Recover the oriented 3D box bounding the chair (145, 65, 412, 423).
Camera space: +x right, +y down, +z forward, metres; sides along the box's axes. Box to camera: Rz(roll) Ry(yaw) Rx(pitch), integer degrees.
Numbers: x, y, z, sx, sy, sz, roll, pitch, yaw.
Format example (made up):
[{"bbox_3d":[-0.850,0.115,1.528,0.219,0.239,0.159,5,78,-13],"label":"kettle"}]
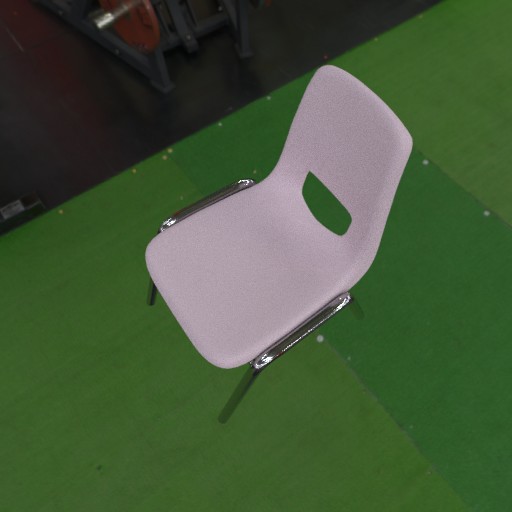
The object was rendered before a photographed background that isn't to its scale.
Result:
[{"bbox_3d":[0.000,0.000,0.831,0.423,0.586,0.354,-31,67,-15],"label":"chair"}]
